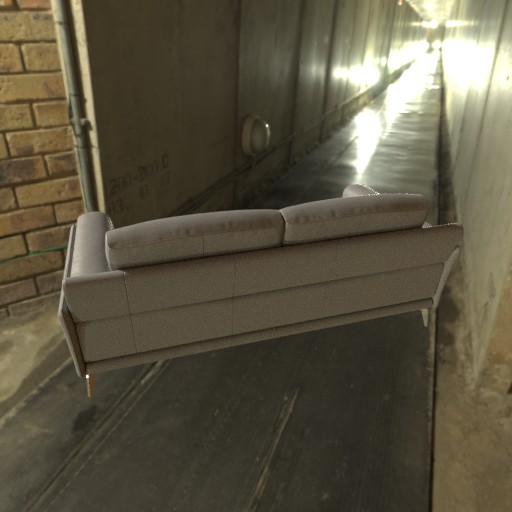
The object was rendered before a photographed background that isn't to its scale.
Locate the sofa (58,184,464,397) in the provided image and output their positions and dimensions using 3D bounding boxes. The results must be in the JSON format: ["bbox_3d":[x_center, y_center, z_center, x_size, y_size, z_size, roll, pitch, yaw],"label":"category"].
[{"bbox_3d":[0.000,0.000,2.650,2.101,0.930,1.049,-8,29,-15],"label":"sofa"}]
